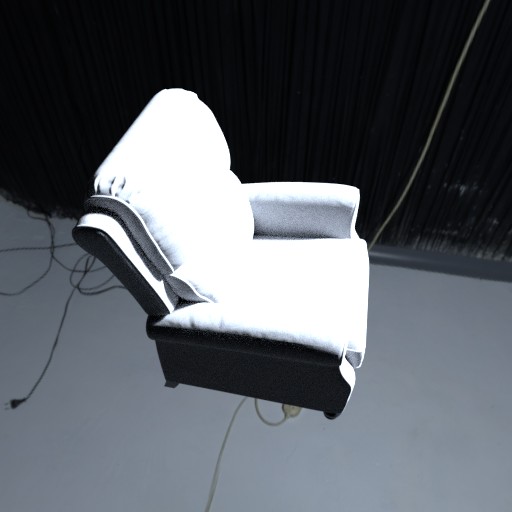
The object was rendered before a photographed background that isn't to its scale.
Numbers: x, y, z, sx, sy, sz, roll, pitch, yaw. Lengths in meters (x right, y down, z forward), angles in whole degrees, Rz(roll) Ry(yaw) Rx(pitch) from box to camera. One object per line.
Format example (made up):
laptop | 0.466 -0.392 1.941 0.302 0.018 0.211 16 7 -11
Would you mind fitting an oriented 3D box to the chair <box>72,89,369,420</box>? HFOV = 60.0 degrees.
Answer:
chair | 0.000 0.000 1.744 0.919 1.046 0.859 9 47 8
